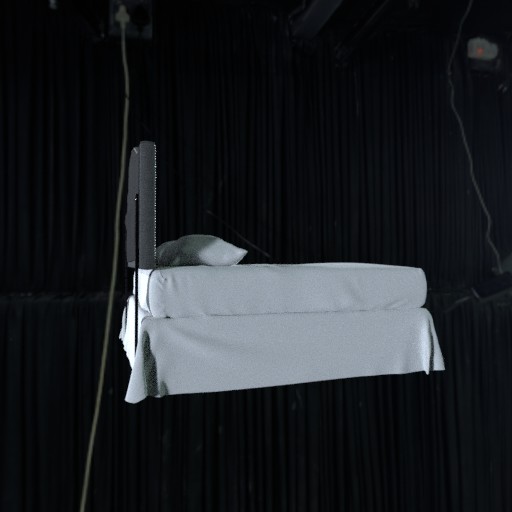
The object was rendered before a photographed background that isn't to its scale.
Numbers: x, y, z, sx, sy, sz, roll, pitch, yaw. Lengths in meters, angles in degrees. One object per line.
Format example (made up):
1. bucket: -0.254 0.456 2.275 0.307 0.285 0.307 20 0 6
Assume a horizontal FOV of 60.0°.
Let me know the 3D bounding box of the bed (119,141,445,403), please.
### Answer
1. bed: 0.000 0.000 3.820 2.219 1.651 2.314 0 -1 -18
